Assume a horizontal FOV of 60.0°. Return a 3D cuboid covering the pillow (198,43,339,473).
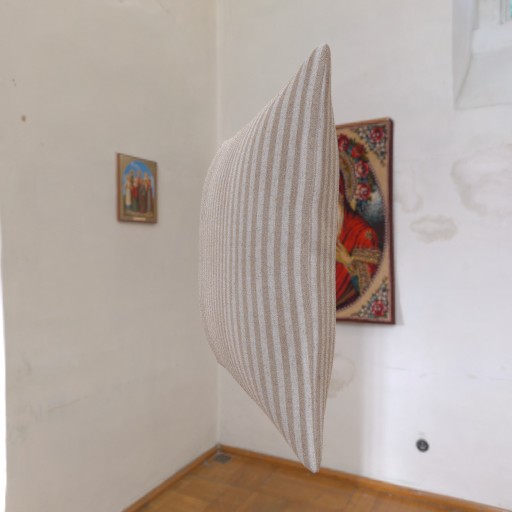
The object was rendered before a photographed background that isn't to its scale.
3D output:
[{"bbox_3d":[0.000,0.000,0.770,0.166,0.510,0.523,0,1,-17],"label":"pillow"}]
